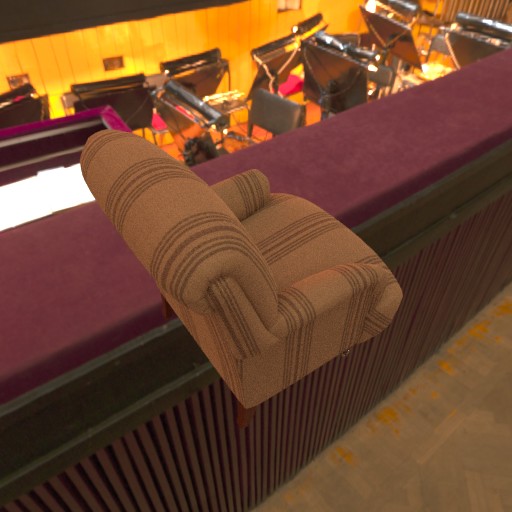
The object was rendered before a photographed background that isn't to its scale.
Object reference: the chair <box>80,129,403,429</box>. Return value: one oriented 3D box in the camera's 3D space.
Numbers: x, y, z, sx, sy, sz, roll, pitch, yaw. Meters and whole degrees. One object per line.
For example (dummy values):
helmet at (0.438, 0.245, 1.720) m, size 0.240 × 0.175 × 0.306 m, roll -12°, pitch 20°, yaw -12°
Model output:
chair at (0.000, 0.000, 1.610) m, size 0.914 × 0.940 × 0.813 m, roll -25°, pitch 48°, yaw -25°
